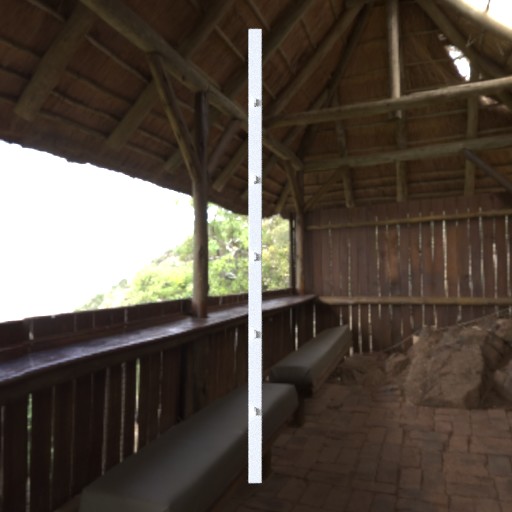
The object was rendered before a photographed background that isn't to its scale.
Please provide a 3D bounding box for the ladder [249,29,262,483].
[{"bbox_3d":[0.000,0.000,1.955,0.051,1.797,0.452,0,0,1],"label":"ladder"}]
